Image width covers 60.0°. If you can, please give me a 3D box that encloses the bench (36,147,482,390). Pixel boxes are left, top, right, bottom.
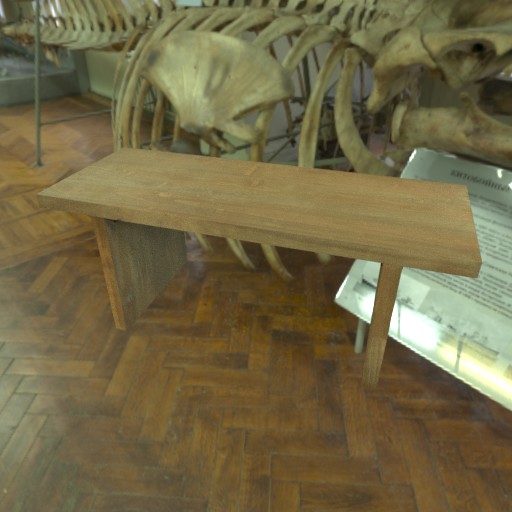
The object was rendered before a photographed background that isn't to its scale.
[{"bbox_3d":[0.000,0.000,1.424,1.183,0.458,0.458,10,33,15],"label":"bench"}]
